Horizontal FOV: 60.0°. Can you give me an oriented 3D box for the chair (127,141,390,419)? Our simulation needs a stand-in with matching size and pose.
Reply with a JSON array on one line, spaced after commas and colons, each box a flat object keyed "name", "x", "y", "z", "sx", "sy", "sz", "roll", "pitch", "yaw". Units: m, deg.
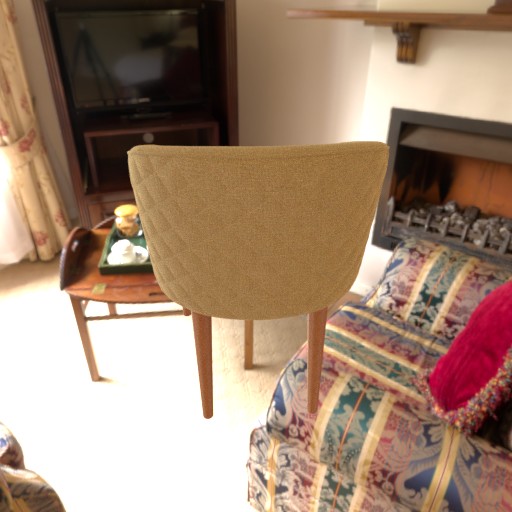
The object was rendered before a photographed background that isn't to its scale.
[{"name": "chair", "x": 0.000, "y": 0.000, "z": 1.216, "sx": 0.584, "sy": 0.775, "sz": 0.616, "roll": -2, "pitch": 31, "yaw": -3}]
